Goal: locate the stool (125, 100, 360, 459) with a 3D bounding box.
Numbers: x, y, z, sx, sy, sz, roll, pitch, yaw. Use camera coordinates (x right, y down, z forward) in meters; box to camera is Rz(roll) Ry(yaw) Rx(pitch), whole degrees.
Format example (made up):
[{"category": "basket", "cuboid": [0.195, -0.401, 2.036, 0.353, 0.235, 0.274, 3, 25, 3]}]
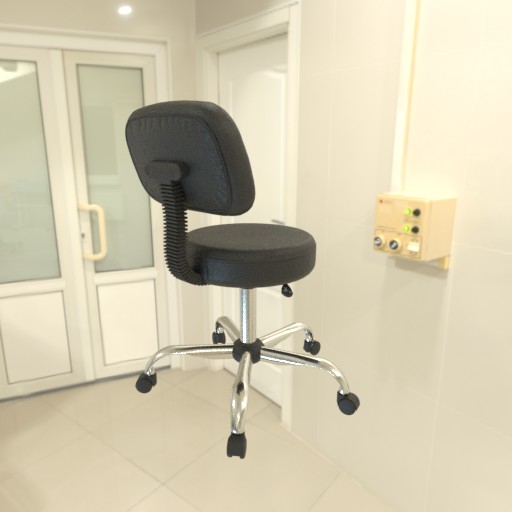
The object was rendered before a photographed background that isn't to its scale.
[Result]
[{"category": "stool", "cuboid": [0.000, 0.000, 1.349, 0.648, 0.862, 0.673, -14, 20, -43]}]
